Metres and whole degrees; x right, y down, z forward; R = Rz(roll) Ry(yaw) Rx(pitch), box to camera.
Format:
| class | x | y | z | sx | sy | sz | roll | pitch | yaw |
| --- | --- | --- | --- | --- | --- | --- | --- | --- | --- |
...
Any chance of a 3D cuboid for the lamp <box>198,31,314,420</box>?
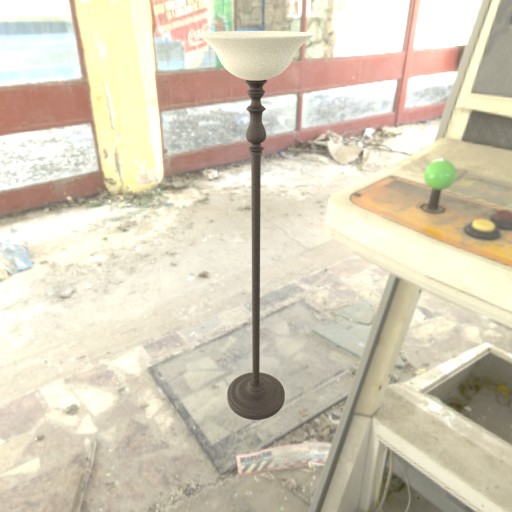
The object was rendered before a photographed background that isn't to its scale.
| class | x | y | z | sx | sy | sz | roll | pitch | yaw |
| --- | --- | --- | --- | --- | --- | --- | --- | --- | --- |
| lamp | 0.000 | 0.000 | 2.000 | 0.405 | 1.797 | 0.405 | -8 | 30 | -14 |
